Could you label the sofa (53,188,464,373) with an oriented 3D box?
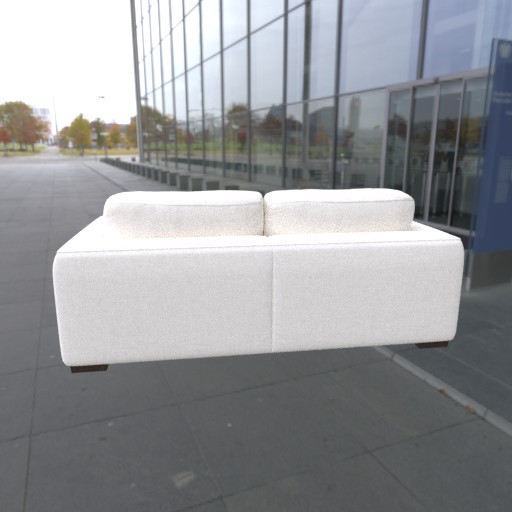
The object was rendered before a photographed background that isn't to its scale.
[{"bbox_3d":[0.000,0.000,2.533,1.920,0.801,1.069,-2,14,-8],"label":"sofa"}]
